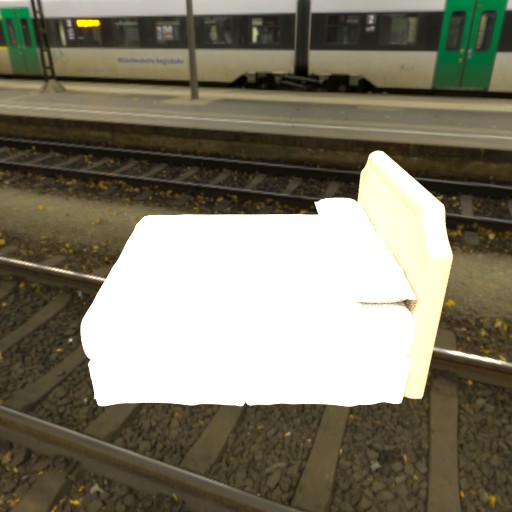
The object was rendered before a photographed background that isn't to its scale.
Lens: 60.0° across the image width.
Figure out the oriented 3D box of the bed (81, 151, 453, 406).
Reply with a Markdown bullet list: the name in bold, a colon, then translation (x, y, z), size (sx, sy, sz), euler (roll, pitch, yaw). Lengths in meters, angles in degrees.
- **bed**: translation (0.000, 0.000, 3.975), size (2.548, 1.524, 2.134), euler (0, 26, -1)
